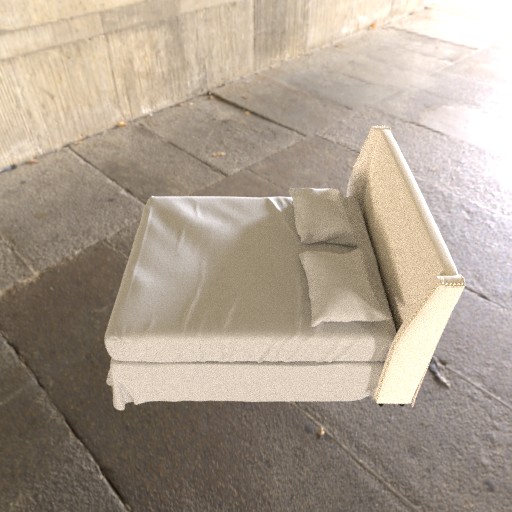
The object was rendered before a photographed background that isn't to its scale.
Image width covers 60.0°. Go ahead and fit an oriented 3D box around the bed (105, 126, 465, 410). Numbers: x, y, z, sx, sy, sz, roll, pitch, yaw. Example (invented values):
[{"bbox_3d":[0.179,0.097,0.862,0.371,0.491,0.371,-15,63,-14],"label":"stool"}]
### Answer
[{"bbox_3d":[0.000,0.000,3.498,2.276,1.332,1.925,0,42,0],"label":"bed"}]
